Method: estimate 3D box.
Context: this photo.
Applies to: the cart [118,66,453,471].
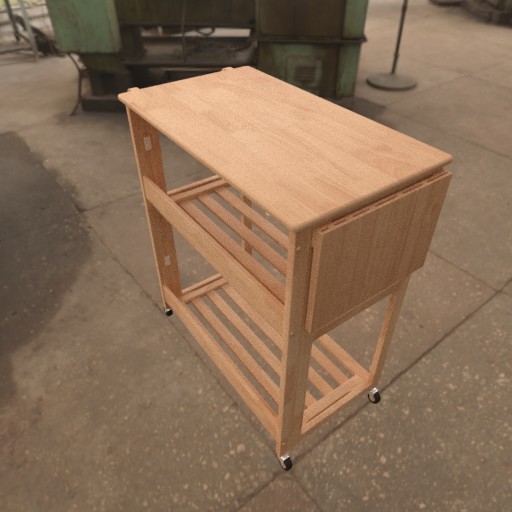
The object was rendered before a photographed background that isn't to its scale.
[{"bbox_3d":[0.000,0.000,1.356,0.432,0.879,0.853,-25,46,-27],"label":"cart"}]
